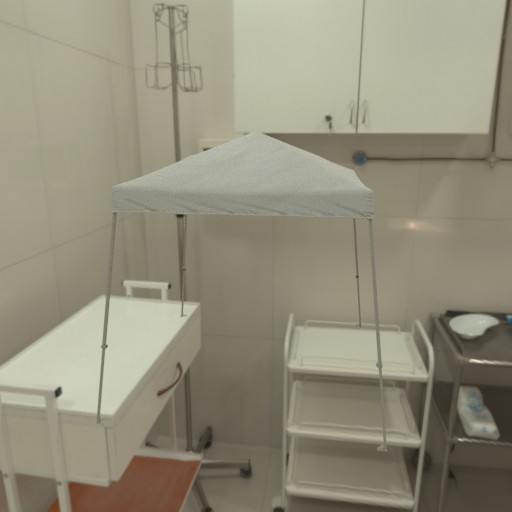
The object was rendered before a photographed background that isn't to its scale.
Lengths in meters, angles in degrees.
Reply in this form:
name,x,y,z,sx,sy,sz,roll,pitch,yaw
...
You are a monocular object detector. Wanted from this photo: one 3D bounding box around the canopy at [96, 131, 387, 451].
name,x,y,z,sx,sy,sz,roll,pitch,yaw
canopy,0.000,0.000,5.254,2.848,2.849,2.849,2,15,8
